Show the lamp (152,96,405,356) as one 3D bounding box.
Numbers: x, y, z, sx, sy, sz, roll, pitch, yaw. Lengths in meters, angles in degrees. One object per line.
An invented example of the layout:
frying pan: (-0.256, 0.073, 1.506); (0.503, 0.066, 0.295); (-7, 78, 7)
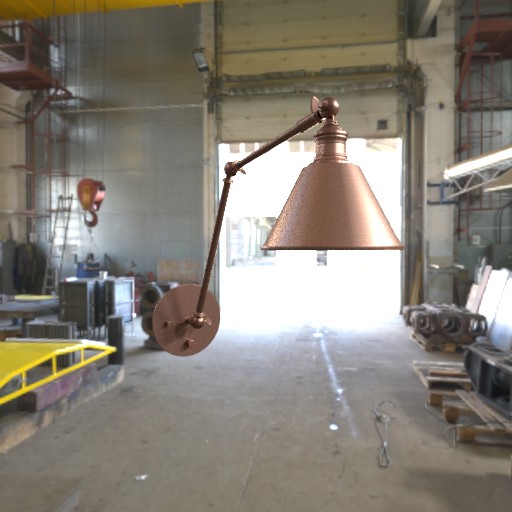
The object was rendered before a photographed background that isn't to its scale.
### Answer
lamp: (0.000, 0.000, 0.862); (0.223, 0.502, 0.624); (-1, 1, -36)
